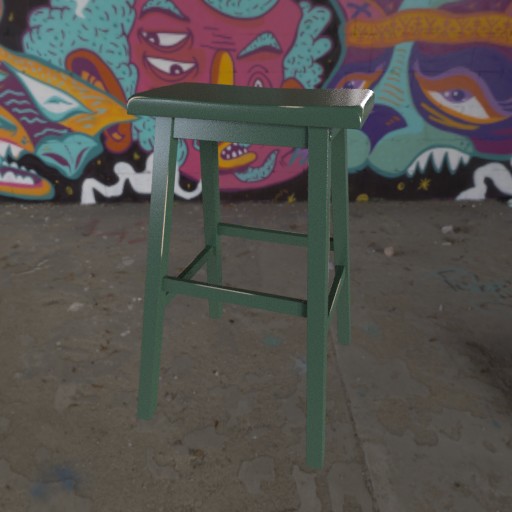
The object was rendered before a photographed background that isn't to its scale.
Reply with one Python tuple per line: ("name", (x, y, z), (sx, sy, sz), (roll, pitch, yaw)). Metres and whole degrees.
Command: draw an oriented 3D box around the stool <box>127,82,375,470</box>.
("stool", (0.000, 0.000, 1.053), (0.457, 0.737, 0.476), (9, 29, 16))
